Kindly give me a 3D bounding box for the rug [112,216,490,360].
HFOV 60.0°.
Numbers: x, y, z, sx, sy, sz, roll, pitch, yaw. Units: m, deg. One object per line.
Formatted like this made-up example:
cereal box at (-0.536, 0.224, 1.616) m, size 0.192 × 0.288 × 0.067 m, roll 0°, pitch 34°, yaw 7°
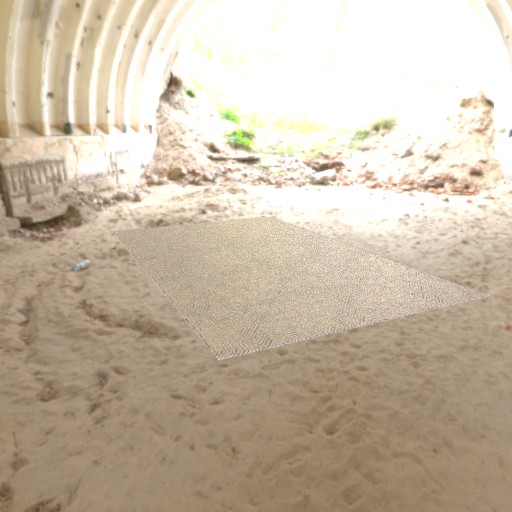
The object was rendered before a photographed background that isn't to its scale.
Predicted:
rug at (0.000, 0.000, 3.031) m, size 1.519 × 0.007 × 2.428 m, roll -8°, pitch 18°, yaw -25°
